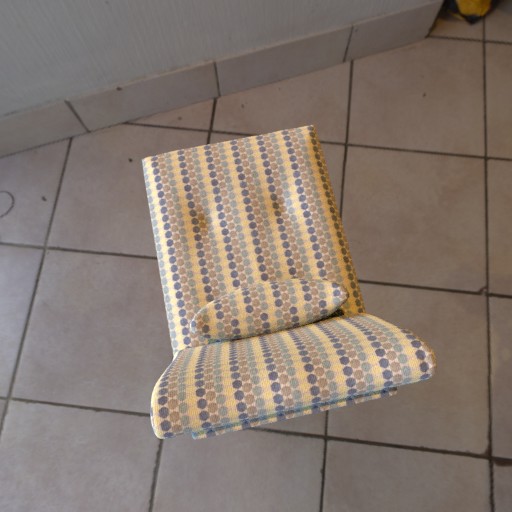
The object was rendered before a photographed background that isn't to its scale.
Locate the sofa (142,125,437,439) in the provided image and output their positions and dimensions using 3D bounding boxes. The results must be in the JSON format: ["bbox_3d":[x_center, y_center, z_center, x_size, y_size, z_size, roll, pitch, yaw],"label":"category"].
[{"bbox_3d":[0.000,0.000,1.499,0.700,0.820,1.000,-12,76,-3],"label":"sofa"}]
